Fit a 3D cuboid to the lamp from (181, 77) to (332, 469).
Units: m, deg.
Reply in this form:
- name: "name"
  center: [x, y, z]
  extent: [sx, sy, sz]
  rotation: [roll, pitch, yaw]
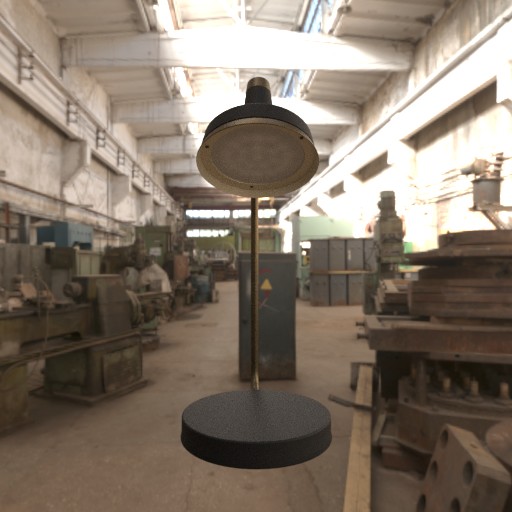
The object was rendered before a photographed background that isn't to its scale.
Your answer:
- name: "lamp"
  center: [0.000, 0.000, 0.495]
  extent: [0.162, 0.385, 0.218]
  rotation: [0, 0, -1]
